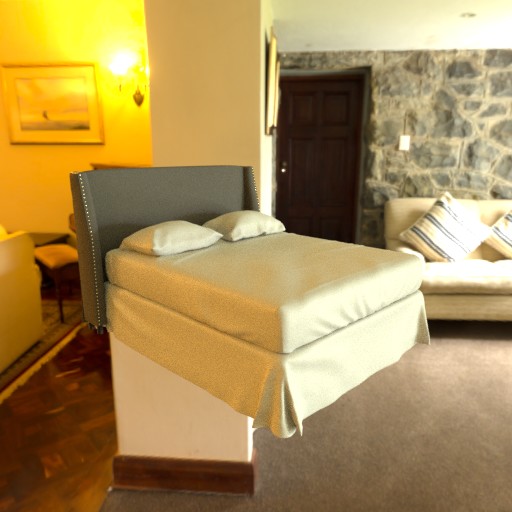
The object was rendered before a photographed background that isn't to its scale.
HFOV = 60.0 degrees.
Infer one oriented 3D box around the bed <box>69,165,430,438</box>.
[{"bbox_3d":[0.000,0.000,3.501,2.276,1.332,1.925,13,19,43],"label":"bed"}]
